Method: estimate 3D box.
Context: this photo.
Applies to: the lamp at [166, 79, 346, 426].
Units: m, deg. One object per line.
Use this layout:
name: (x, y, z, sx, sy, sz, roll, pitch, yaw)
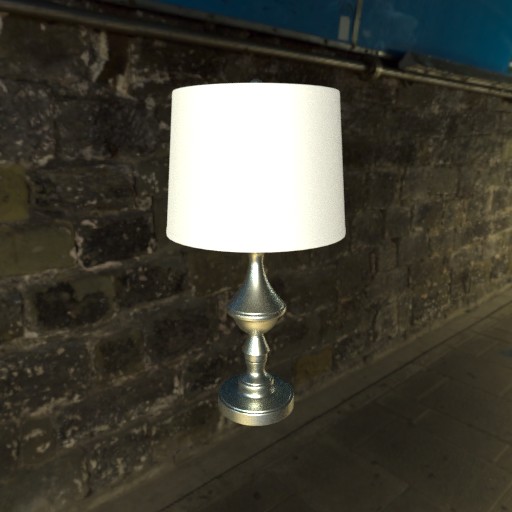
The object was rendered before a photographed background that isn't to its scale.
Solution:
lamp: (0.000, 0.000, 0.981, 0.383, 0.733, 0.383, 0, 15, 0)
